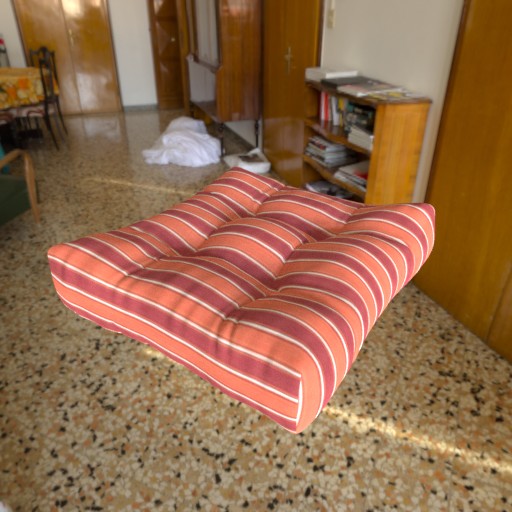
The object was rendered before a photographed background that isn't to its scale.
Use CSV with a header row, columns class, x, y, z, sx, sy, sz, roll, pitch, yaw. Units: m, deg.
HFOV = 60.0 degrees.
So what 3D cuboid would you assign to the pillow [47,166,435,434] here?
class,x,y,z,sx,sy,sz,roll,pitch,yaw
pillow,0.000,0.000,0.740,0.468,0.133,0.490,19,34,29
